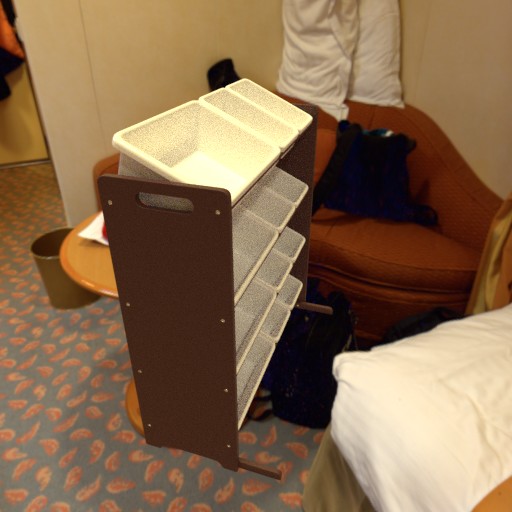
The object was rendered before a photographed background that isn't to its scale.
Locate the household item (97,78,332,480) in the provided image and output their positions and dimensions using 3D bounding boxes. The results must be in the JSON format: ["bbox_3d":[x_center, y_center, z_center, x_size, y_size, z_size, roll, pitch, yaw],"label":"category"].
[{"bbox_3d":[0.000,0.000,1.299,0.389,0.864,0.787,10,31,16],"label":"household item"}]
